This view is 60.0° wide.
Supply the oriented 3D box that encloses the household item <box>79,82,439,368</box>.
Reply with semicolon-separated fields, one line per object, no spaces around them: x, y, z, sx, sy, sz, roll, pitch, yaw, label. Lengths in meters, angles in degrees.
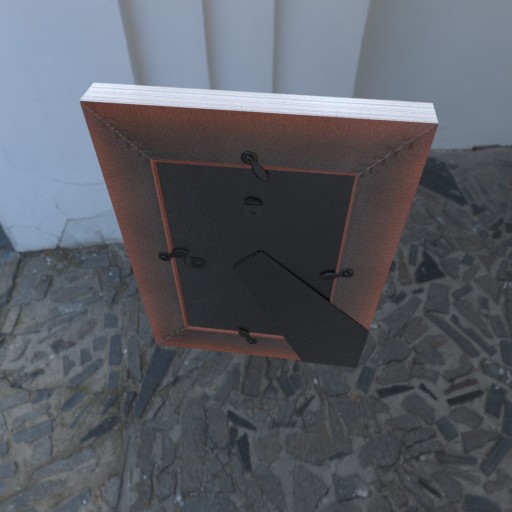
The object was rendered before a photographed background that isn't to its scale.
0.000;0.000;0.288;0.165;0.216;0.025;5;48;5;household item
